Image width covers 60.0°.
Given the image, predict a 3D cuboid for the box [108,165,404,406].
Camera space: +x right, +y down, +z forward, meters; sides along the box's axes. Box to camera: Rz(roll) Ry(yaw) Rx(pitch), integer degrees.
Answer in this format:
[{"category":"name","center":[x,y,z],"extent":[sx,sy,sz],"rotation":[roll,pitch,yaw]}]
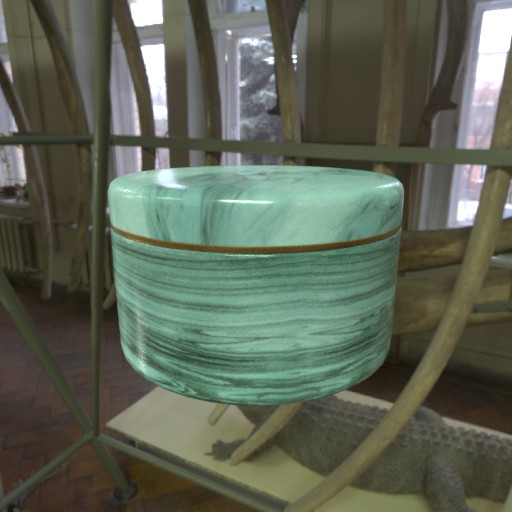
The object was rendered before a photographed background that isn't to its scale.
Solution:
[{"category":"box","center":[0.000,0.000,0.166],"extent":[0.101,0.063,0.101],"rotation":[0,16,0]}]
